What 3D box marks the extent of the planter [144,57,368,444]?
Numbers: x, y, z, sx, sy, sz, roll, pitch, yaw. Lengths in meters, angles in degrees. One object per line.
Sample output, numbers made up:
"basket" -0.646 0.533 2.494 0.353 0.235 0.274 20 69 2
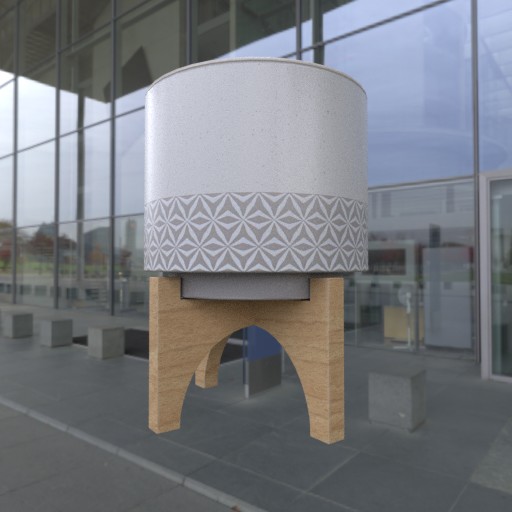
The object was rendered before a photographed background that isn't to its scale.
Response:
"planter" 0.000 0.000 0.507 0.249 0.343 0.249 0 -1 0
